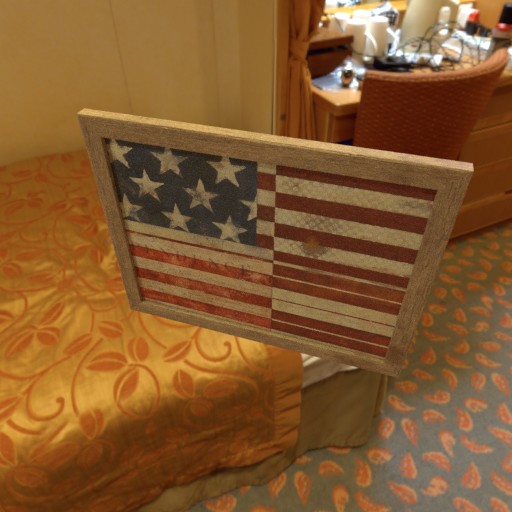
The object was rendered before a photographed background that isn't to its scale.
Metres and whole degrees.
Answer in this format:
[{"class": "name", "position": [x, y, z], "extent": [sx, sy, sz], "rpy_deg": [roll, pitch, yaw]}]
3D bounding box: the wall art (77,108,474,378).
[{"class": "wall art", "position": [0.000, 0.000, 0.924], "extent": [0.690, 0.535, 0.026], "rpy_deg": [12, 42, 13]}]
